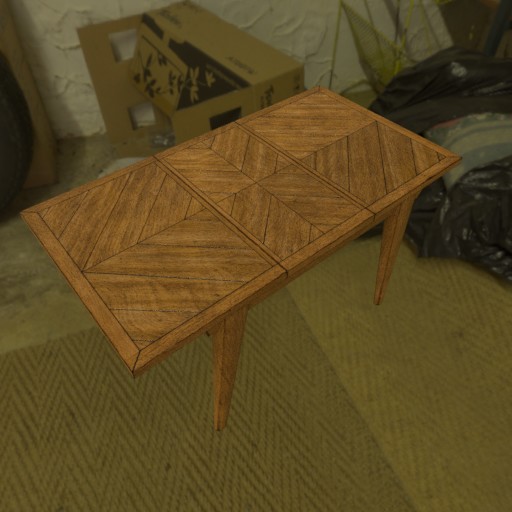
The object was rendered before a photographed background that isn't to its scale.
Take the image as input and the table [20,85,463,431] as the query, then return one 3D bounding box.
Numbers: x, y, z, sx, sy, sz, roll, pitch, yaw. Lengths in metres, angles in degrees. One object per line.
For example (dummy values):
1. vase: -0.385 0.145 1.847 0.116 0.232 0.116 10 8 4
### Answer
1. table: 0.000 0.000 1.845 1.400 0.760 0.757 -31 54 -26
